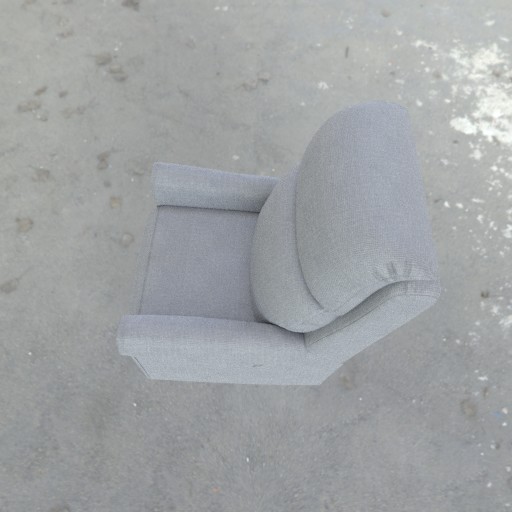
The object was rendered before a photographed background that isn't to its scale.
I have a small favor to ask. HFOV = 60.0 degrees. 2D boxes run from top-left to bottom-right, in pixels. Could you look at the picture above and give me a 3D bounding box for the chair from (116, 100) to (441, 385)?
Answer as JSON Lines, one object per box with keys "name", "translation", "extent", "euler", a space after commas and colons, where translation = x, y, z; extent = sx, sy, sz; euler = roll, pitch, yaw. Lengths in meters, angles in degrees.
{"name": "chair", "translation": [0.000, 0.000, 1.732], "extent": [1.014, 1.054, 0.838], "euler": [2, 59, 1]}
